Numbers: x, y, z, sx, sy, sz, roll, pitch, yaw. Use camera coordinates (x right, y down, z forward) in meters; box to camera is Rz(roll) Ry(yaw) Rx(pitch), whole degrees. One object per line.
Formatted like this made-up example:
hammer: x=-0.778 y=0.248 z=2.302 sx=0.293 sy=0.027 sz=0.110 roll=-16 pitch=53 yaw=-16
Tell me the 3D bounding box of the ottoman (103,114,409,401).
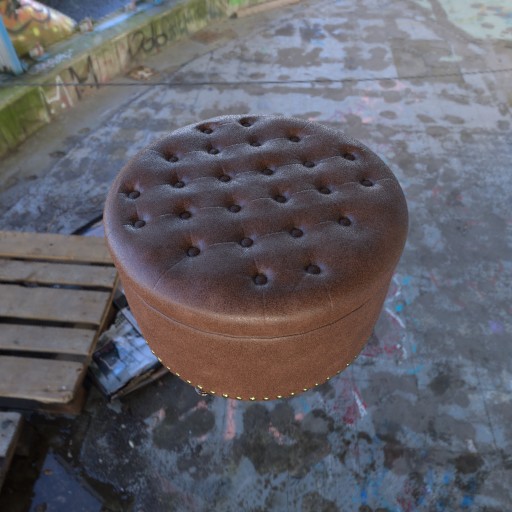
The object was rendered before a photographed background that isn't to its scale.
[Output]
ottoman: x=0.000 y=0.000 z=1.082 sx=0.637 sy=0.442 sz=0.637 roll=0 pitch=48 yaw=0
